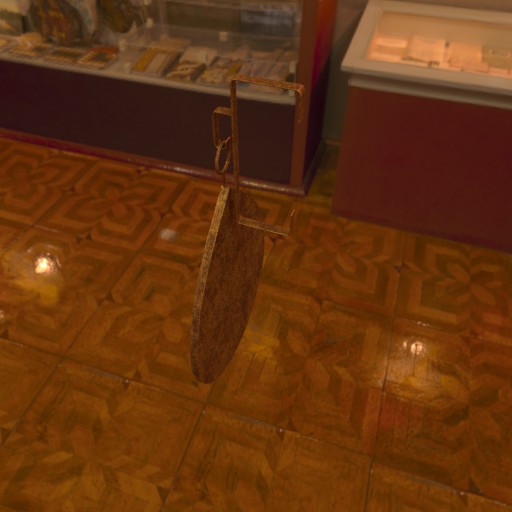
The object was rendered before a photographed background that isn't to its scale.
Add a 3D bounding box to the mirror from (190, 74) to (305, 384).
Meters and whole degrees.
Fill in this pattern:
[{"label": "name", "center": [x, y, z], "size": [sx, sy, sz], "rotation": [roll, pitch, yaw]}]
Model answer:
[{"label": "mirror", "center": [0.000, 0.000, 0.915], "size": [0.144, 0.744, 0.405], "rotation": [15, 48, 14]}]
